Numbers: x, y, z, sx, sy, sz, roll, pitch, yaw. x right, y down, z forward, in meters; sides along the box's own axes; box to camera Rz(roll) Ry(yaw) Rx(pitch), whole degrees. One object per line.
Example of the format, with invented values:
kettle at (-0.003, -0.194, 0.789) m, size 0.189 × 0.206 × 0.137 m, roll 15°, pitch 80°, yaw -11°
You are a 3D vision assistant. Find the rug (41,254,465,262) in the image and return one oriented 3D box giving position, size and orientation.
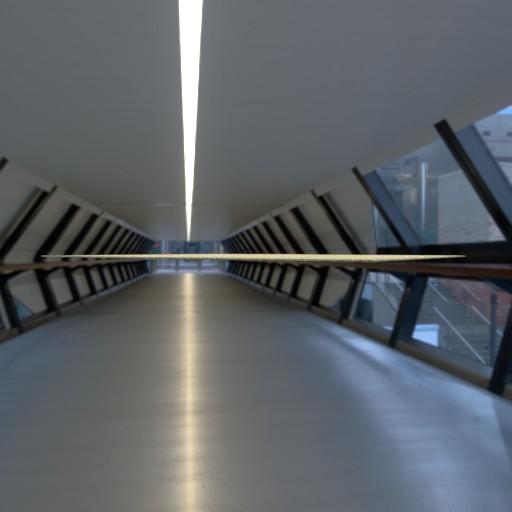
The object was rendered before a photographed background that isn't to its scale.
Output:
rug at (0.000, 0.000, 4.202) m, size 3.201 × 0.014 × 2.437 m, roll 1°, pitch 1°, yaw 36°
